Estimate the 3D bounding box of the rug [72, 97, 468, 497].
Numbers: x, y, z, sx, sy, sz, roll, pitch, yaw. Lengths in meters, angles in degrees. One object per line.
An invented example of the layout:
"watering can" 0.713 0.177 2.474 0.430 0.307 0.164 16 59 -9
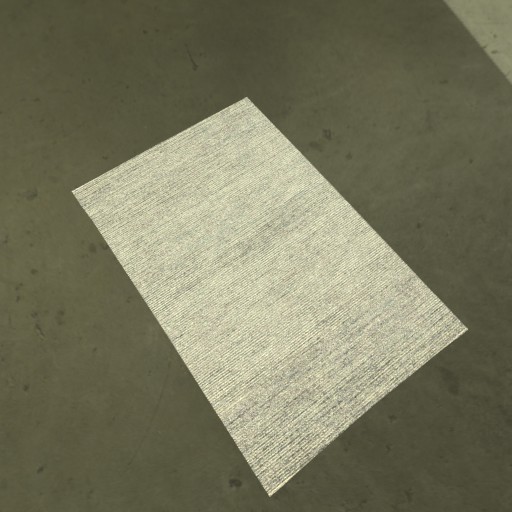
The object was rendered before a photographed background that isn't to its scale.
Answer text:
"rug" 0.000 0.000 2.217 1.159 0.021 1.789 -33 69 -14
